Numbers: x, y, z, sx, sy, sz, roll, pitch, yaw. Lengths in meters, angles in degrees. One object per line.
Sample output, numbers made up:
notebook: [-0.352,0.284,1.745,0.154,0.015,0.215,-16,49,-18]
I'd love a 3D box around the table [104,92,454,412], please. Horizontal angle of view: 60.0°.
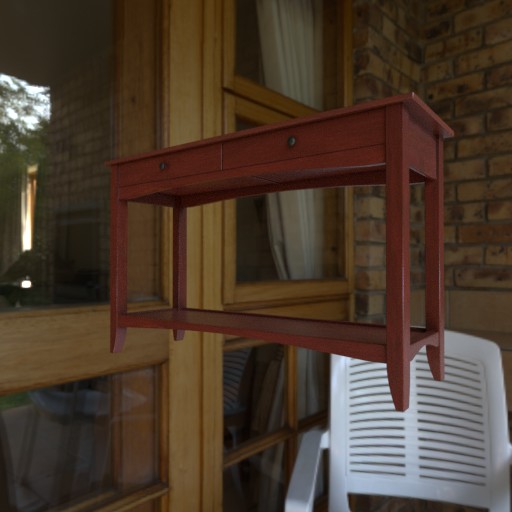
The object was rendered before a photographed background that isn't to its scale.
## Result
table: [0.000,0.000,1.518,1.188,0.739,0.392,-1,-1,37]
